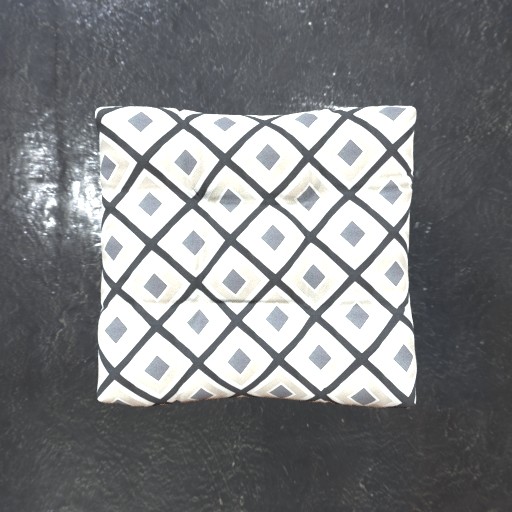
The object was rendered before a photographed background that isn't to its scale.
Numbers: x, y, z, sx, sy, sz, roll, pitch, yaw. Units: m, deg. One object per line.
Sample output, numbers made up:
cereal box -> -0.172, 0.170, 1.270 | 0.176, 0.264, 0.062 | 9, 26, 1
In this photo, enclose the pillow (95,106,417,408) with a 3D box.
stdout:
pillow -> 0.000, 0.000, 0.702 | 0.490, 0.128, 0.468 | 0, 89, 1
